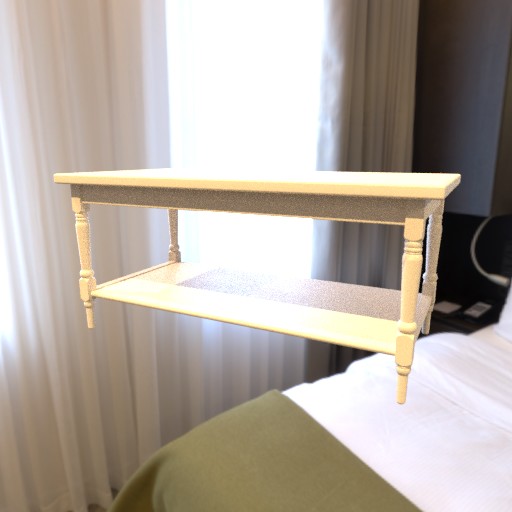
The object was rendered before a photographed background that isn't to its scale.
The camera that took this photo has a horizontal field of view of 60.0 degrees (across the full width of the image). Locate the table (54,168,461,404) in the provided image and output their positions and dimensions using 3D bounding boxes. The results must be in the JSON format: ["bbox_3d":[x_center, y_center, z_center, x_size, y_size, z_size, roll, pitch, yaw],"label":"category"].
[{"bbox_3d":[0.000,0.000,1.401,1.107,0.510,0.550,7,15,26],"label":"table"}]
